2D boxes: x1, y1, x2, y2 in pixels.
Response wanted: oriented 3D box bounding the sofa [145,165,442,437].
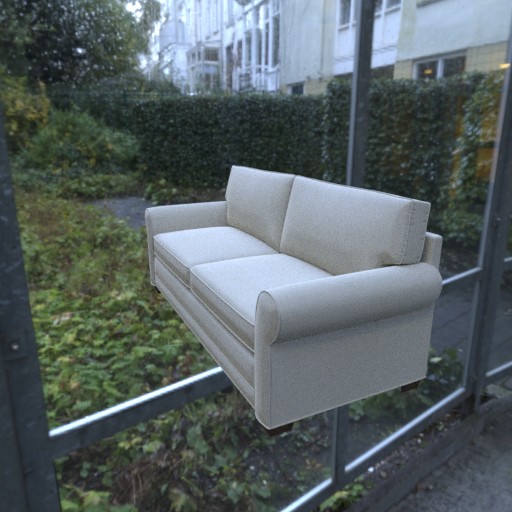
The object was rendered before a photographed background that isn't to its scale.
[{"bbox_3d":[0.000,0.000,2.731,0.901,0.962,2.146,-8,18,-25],"label":"sofa"}]
